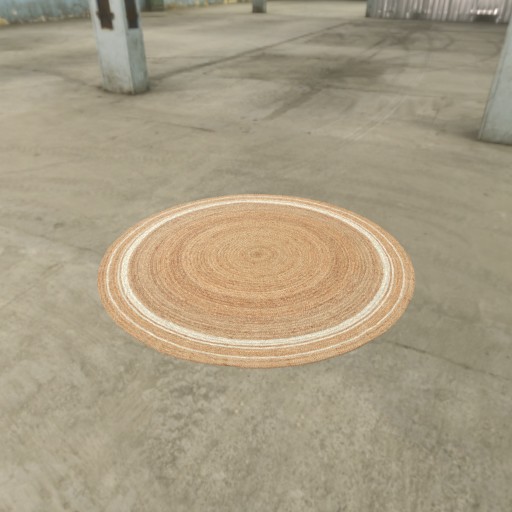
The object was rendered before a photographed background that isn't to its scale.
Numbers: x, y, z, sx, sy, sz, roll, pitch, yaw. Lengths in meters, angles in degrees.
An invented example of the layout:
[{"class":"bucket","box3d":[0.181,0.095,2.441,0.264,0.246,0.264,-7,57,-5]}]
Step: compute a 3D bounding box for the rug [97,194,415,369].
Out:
[{"class":"rug","box3d":[0.000,0.000,3.568,2.444,0.015,2.444,0,32,0]}]
